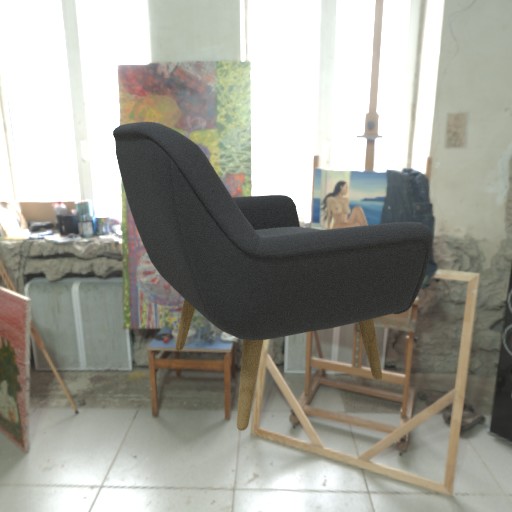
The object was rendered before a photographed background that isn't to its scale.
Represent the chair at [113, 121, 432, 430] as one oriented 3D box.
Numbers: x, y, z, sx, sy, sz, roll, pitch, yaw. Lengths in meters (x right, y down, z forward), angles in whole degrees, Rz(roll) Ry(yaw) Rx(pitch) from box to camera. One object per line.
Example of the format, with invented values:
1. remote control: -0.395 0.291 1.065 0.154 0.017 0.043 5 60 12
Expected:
1. chair: 0.000 0.000 1.407 0.779 0.800 0.770 -8 17 -27
